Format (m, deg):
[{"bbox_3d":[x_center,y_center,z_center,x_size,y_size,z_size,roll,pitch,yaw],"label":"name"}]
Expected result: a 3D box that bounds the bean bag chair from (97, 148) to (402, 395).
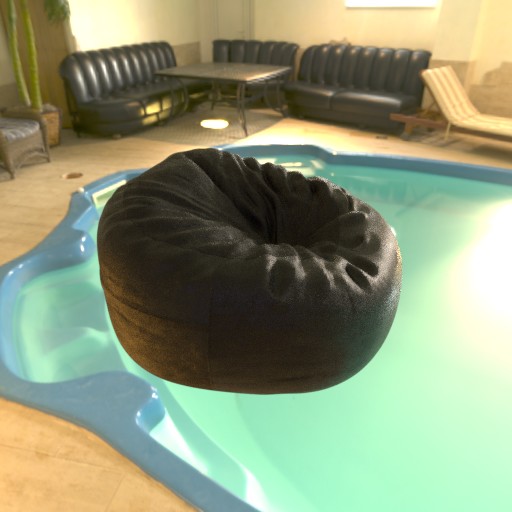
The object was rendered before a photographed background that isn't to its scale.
[{"bbox_3d":[0.000,0.000,2.392,1.524,0.878,1.524,10,31,16],"label":"bean bag chair"}]
